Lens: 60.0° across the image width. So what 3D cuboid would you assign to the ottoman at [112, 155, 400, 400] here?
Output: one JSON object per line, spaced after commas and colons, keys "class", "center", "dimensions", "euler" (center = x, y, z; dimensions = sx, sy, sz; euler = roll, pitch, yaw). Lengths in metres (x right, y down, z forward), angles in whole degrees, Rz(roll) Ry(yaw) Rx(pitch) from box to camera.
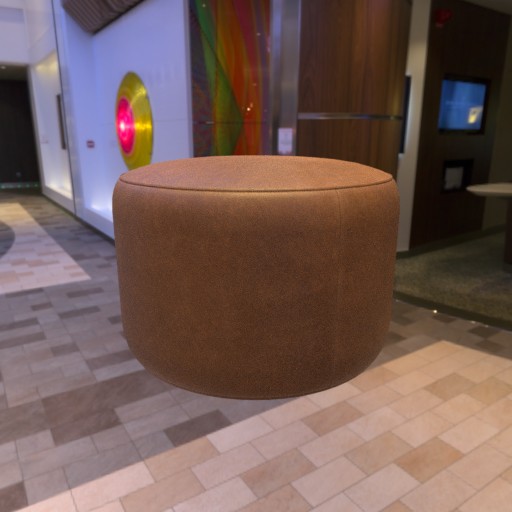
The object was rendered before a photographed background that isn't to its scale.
{"class": "ottoman", "center": [0.000, 0.000, 1.012], "dimensions": [0.607, 0.438, 0.607], "euler": [0, 16, 0]}
